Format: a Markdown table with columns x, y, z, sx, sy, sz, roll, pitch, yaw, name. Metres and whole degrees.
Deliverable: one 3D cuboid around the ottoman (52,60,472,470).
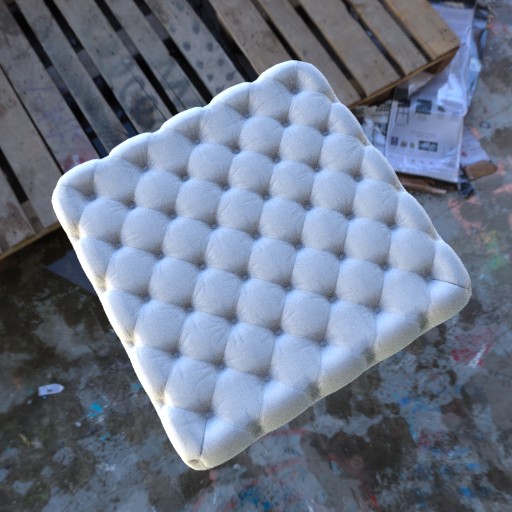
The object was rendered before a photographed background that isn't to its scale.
| x | y | z | sx | sy | sz | roll | pitch | yaw | name |
| --- | --- | --- | --- | --- | --- | --- | --- | --- | --- |
| 0.000 | 0.000 | 1.169 | 0.753 | 0.376 | 0.755 | -30 | 77 | -8 | ottoman |
